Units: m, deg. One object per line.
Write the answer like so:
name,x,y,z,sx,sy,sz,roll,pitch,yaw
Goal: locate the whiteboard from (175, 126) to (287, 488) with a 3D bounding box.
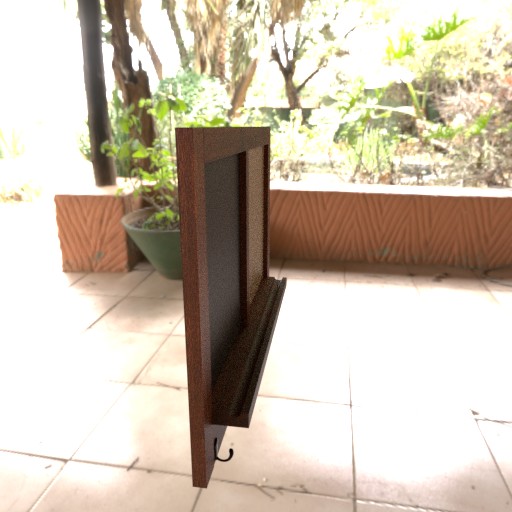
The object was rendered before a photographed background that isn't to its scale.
whiteboard,0.000,0.000,0.988,0.083,0.553,0.768,3,17,9
